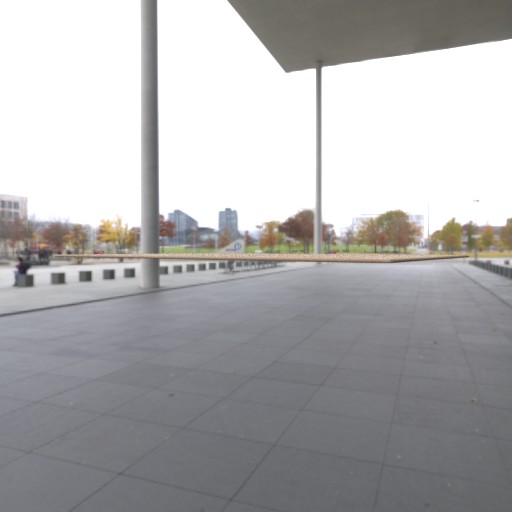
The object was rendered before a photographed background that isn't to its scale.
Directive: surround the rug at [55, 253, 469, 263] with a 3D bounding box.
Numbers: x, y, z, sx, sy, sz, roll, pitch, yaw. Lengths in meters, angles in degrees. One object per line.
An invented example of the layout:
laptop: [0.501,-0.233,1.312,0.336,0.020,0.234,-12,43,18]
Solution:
rug: [0.000,0.000,2.100,1.668,0.012,1.061,1,1,36]
